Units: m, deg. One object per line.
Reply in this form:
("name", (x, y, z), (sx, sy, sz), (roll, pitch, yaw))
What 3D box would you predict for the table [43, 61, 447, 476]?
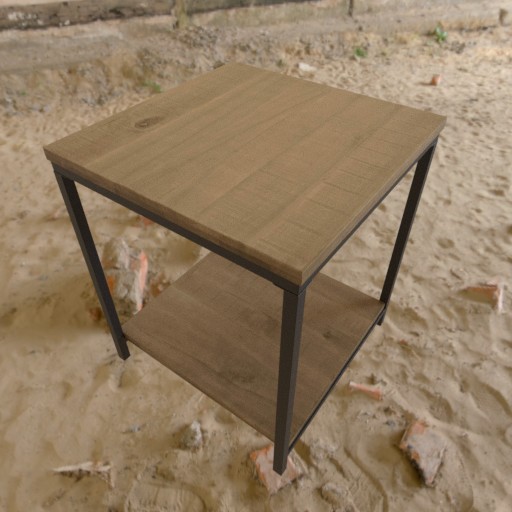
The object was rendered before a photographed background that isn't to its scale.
("table", (0.000, 0.000, 0.971), (0.503, 0.589, 0.507), (26, 48, 26))
